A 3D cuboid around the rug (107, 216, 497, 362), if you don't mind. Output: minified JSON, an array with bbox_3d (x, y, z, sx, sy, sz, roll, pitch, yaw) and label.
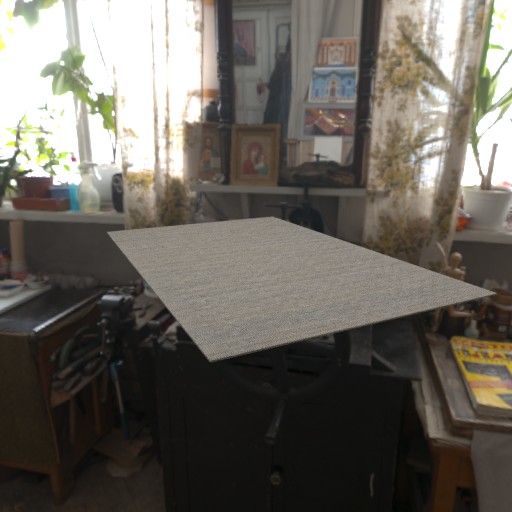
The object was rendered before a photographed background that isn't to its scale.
[{"bbox_3d":[0.000,0.000,2.166,1.142,0.006,1.752,-8,17,-25],"label":"rug"}]
